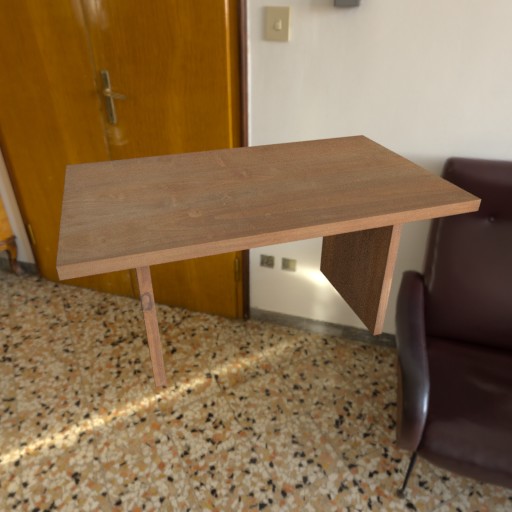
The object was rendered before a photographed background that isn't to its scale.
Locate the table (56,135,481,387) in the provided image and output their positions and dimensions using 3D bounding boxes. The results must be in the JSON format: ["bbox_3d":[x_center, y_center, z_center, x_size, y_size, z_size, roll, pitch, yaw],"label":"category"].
[{"bbox_3d":[0.000,0.000,2.164,1.609,0.780,0.946,-10,33,-15],"label":"table"}]
